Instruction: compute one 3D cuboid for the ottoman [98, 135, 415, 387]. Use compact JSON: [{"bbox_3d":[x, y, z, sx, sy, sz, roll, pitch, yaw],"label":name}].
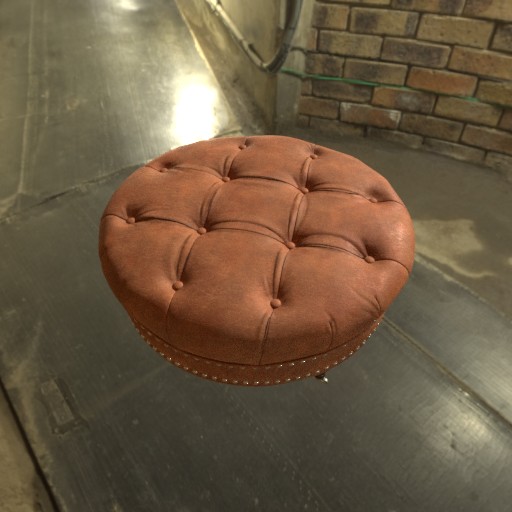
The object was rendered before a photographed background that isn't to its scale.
[{"bbox_3d":[0.000,0.000,1.400,0.901,0.444,0.901,0,46,0],"label":"ottoman"}]
